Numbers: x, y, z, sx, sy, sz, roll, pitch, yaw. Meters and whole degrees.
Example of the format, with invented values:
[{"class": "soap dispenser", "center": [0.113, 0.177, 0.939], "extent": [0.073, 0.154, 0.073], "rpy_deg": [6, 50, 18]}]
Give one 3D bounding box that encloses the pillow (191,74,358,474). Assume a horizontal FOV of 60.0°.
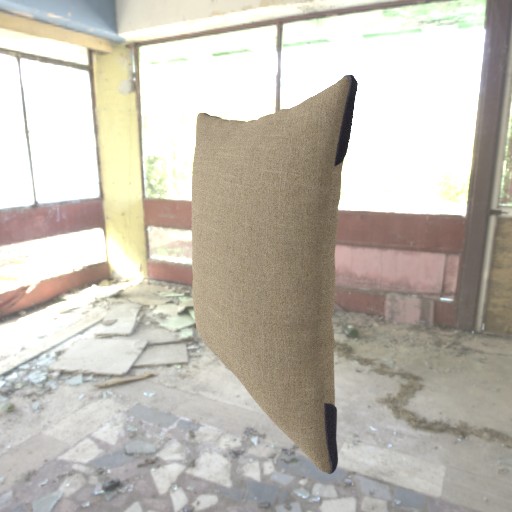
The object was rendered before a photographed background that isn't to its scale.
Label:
[{"class": "pillow", "center": [0.000, 0.000, 0.657], "extent": [0.147, 0.441, 0.440], "rpy_deg": [-6, 14, -26]}]
